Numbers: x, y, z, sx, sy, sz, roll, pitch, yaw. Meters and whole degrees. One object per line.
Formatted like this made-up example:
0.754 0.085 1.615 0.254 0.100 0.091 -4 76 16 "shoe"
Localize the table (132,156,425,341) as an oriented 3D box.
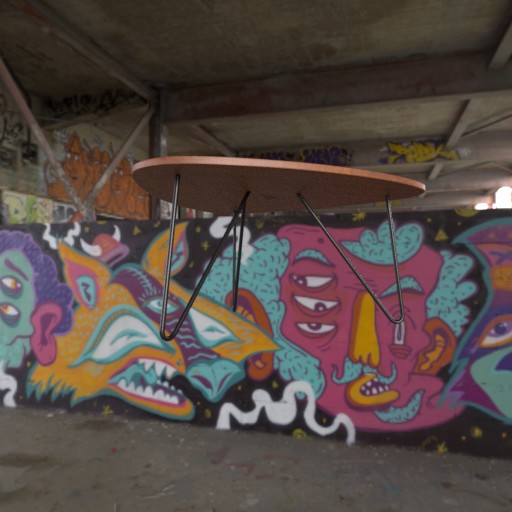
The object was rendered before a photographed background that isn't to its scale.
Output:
0.000 0.000 1.311 0.833 0.413 0.821 -1 -2 36 "table"
